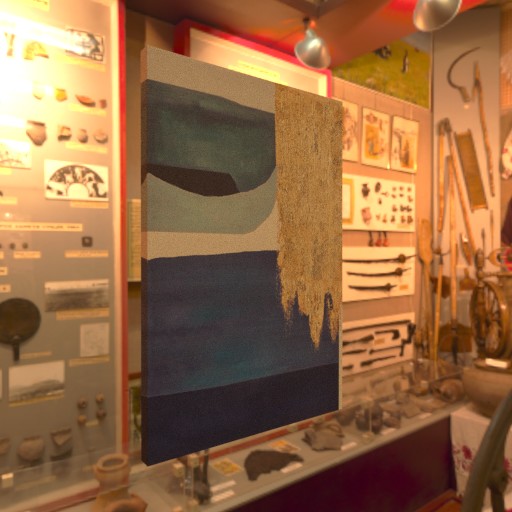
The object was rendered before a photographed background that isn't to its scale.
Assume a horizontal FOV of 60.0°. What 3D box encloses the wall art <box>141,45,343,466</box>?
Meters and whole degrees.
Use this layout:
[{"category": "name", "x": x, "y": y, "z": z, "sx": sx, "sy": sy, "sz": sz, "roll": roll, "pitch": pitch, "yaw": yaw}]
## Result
[{"category": "wall art", "x": 0.000, "y": 0.000, "z": 1.151, "sx": 0.607, "sy": 0.911, "sz": 0.039, "roll": 0, "pitch": 0, "yaw": -36}]
